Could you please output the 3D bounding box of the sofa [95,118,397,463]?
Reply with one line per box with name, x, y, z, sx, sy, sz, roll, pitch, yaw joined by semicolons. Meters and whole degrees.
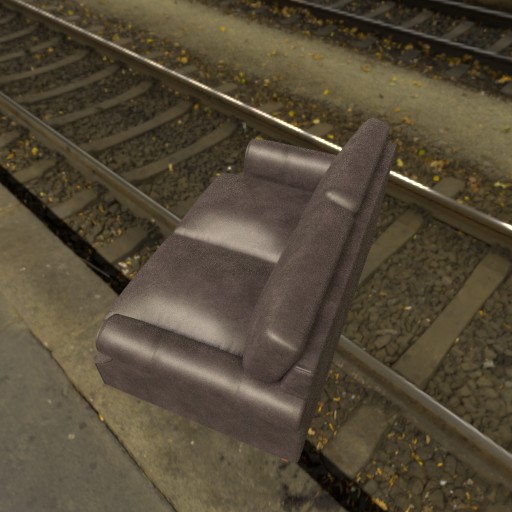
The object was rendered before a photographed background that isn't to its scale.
sofa;0.000;0.000;2.285;1.030;0.979;1.663;16;48;16
